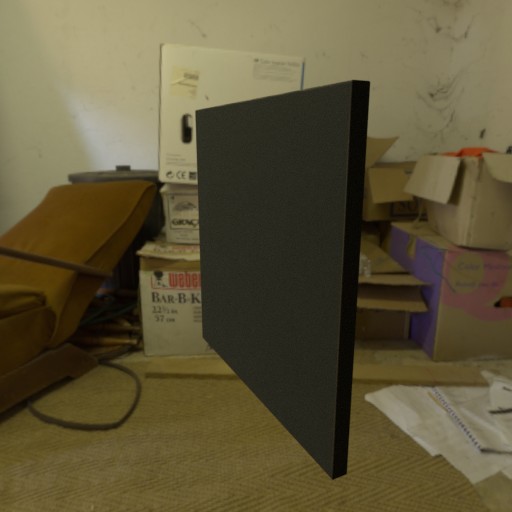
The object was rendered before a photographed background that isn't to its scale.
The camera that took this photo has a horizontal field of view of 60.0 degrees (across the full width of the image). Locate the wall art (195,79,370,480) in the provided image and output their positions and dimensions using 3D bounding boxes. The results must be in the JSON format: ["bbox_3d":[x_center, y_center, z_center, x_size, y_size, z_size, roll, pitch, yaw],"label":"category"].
[{"bbox_3d":[0.000,0.000,0.455,0.015,0.303,0.304,-7,16,-26],"label":"wall art"}]
